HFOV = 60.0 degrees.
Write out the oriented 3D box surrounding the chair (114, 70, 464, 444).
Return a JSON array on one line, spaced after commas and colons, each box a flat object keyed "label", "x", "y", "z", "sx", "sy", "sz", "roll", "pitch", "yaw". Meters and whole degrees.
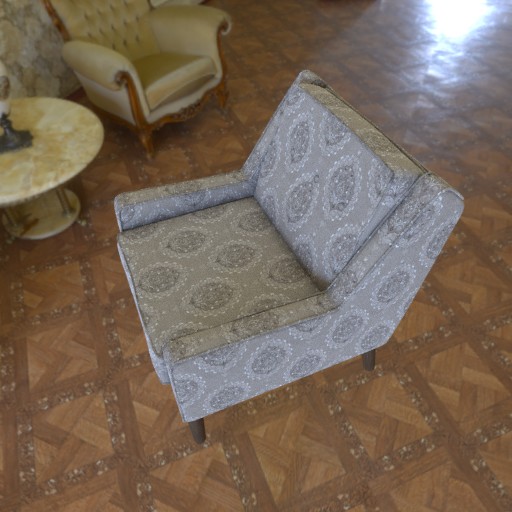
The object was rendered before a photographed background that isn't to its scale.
[{"label": "chair", "x": 0.000, "y": 0.000, "z": 1.326, "sx": 0.750, "sy": 0.797, "sz": 0.665, "roll": -17, "pitch": 49, "yaw": -16}]
